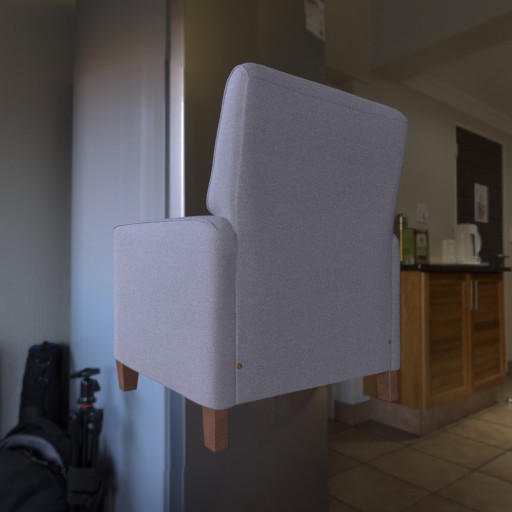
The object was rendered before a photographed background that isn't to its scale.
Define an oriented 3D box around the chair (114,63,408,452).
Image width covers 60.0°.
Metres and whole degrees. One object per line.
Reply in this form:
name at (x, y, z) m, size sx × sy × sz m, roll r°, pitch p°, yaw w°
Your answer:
chair at (0.000, 0.000, 1.635) m, size 0.845 × 1.023 × 0.859 m, roll 1°, pitch -1°, yaw -36°
